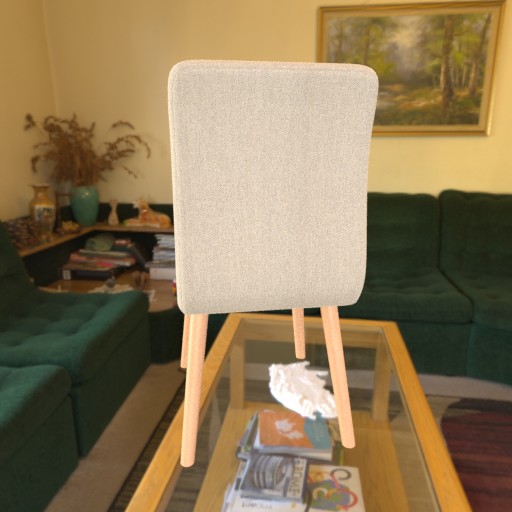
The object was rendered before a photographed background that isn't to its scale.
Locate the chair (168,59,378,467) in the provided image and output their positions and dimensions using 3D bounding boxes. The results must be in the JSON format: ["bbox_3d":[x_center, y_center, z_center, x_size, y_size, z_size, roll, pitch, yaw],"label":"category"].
[{"bbox_3d":[0.000,0.000,1.183,0.435,0.885,0.550,-2,15,-9],"label":"chair"}]
